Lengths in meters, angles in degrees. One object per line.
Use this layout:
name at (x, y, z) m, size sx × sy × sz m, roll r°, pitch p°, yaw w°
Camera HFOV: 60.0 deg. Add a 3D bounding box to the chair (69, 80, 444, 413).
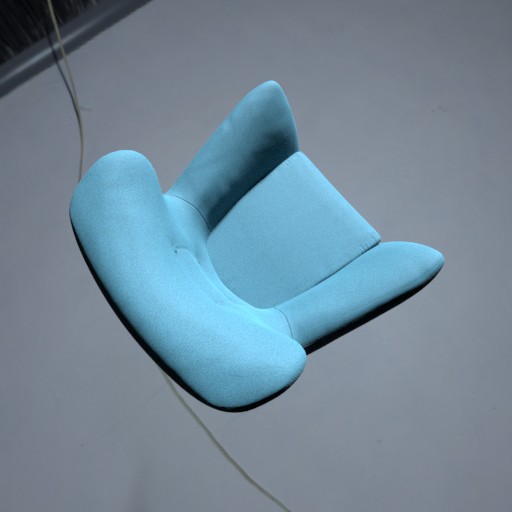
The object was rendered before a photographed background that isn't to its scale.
chair at (0.000, 0.000, 1.570) m, size 0.889 × 0.889 × 0.890 m, roll -38°, pitch 78°, yaw -10°
